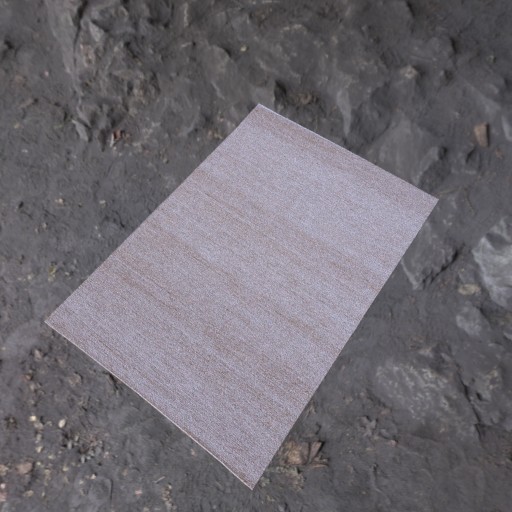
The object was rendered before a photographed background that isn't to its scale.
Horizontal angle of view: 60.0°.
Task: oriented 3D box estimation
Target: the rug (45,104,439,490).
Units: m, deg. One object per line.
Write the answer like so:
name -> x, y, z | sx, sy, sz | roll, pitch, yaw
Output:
rug -> 0.000, 0.000, 2.957 | 1.596, 0.030, 2.283 | 33, 67, 16
